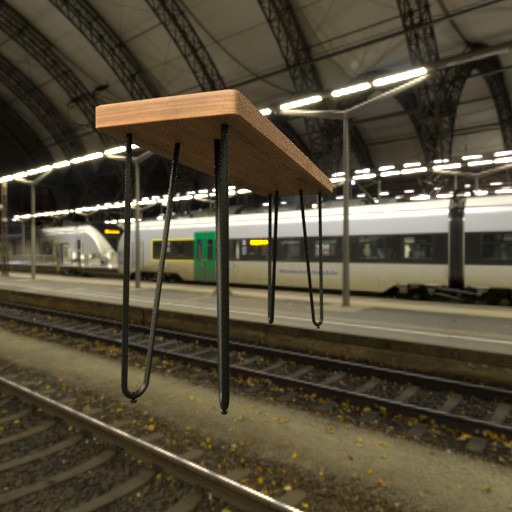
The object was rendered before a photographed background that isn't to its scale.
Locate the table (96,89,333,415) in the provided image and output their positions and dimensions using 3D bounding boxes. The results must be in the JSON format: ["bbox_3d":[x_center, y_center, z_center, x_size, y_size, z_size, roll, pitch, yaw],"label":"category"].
[{"bbox_3d":[0.000,0.000,1.893,0.425,0.834,1.570,0,1,18],"label":"table"}]
